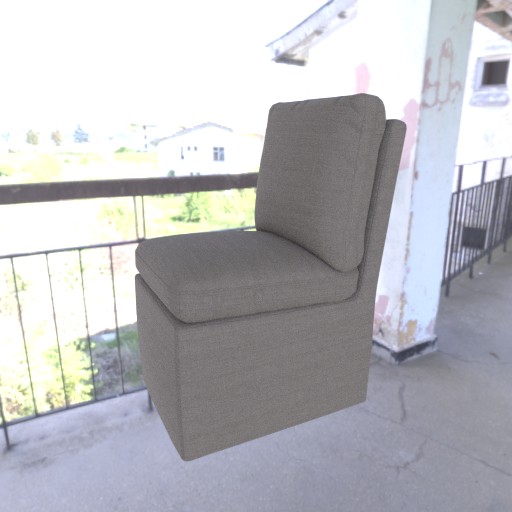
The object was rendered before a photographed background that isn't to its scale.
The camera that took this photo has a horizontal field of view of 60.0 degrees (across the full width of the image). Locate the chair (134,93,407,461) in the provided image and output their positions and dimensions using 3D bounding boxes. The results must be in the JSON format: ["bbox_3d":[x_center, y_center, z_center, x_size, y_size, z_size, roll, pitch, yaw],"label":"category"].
[{"bbox_3d":[0.000,0.000,1.363,0.698,0.927,0.503,-8,18,-26],"label":"chair"}]
